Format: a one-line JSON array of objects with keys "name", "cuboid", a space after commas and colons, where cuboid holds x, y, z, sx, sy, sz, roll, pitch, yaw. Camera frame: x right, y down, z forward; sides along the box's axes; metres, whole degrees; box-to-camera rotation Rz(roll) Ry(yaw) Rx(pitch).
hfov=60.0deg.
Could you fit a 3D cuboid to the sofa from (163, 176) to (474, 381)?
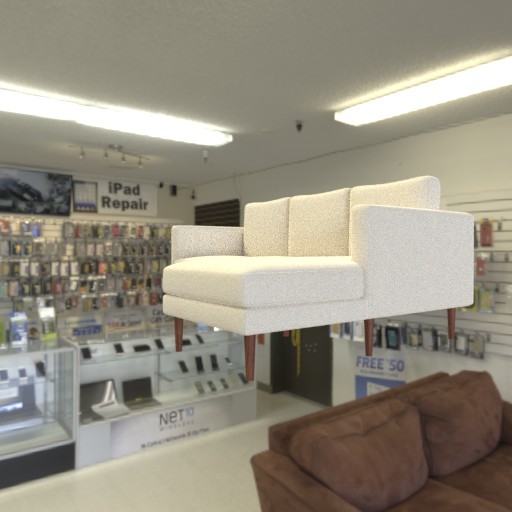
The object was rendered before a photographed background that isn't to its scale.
[{"name": "sofa", "cuboid": [0.000, 0.000, 2.834, 1.580, 0.899, 2.029, 0, 1, -36]}]
